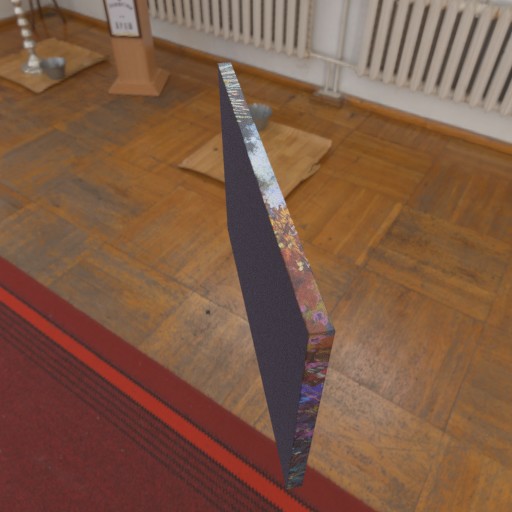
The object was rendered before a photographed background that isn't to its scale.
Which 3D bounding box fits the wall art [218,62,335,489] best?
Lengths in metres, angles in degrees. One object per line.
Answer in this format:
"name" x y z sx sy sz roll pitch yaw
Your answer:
"wall art" 0.000 0.000 1.112 0.037 0.604 0.908 -8 46 -8
